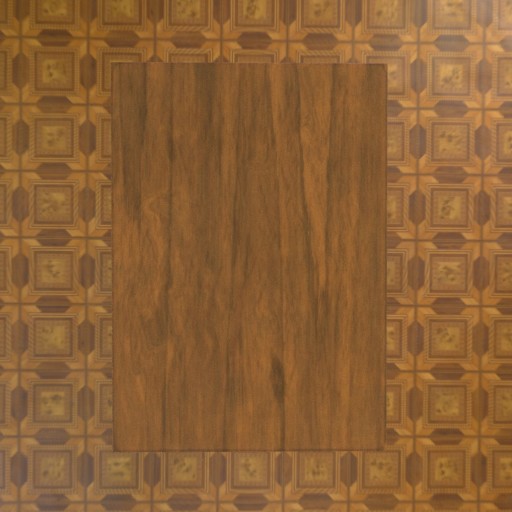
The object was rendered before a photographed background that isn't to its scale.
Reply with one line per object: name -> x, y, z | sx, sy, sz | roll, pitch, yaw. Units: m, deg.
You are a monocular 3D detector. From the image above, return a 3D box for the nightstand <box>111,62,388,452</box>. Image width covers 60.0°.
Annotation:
nightstand -> 0.000, 0.000, 0.999 | 0.458, 0.610, 0.610 | 0, 91, -1
